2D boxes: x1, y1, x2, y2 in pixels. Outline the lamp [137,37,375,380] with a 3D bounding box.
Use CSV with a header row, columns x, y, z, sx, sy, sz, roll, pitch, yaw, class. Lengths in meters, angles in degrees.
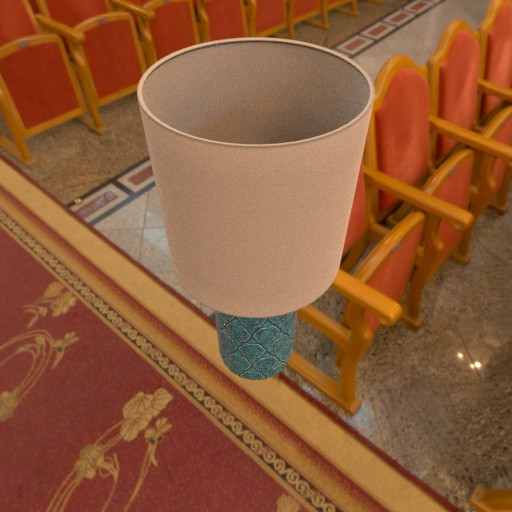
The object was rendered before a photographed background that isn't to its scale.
x,y,z,sx,sy,sz,roll,pitch,yaw,class
0.000,0.000,0.742,0.278,0.597,0.278,33,54,27,lamp
